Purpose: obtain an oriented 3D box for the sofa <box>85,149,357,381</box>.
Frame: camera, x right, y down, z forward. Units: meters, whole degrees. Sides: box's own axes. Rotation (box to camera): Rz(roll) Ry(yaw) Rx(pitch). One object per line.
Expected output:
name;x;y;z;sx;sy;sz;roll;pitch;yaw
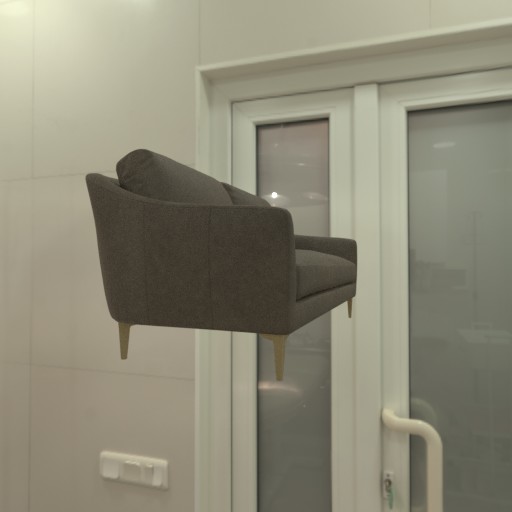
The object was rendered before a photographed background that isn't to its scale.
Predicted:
sofa;0.000;0.000;2.583;0.960;0.902;2.036;0;-1;19
